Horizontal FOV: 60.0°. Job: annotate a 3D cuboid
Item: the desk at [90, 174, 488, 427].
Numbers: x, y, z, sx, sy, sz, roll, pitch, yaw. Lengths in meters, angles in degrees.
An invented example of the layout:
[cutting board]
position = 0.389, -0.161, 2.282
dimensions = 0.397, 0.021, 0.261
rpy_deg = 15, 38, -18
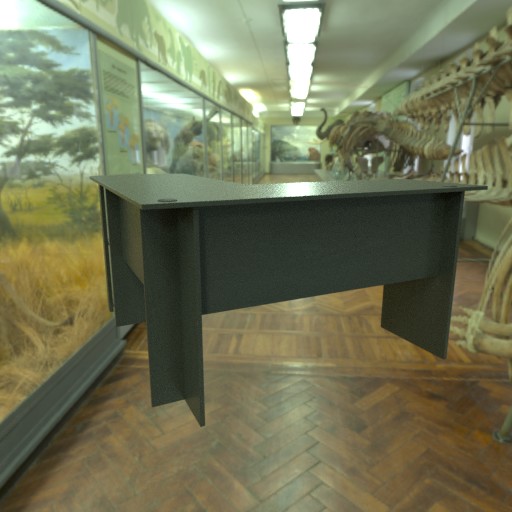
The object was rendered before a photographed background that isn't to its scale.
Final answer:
[desk]
position = 0.000, 0.000, 2.091
dimensions = 1.303, 0.716, 1.361
rpy_deg = -6, 15, -25
